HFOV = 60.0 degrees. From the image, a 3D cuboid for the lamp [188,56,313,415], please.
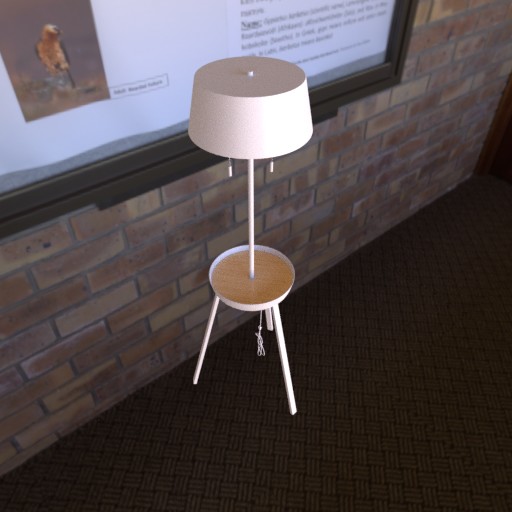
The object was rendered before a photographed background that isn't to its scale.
[{"bbox_3d":[0.000,0.000,1.707,0.508,1.429,0.468,13,44,14],"label":"lamp"}]
